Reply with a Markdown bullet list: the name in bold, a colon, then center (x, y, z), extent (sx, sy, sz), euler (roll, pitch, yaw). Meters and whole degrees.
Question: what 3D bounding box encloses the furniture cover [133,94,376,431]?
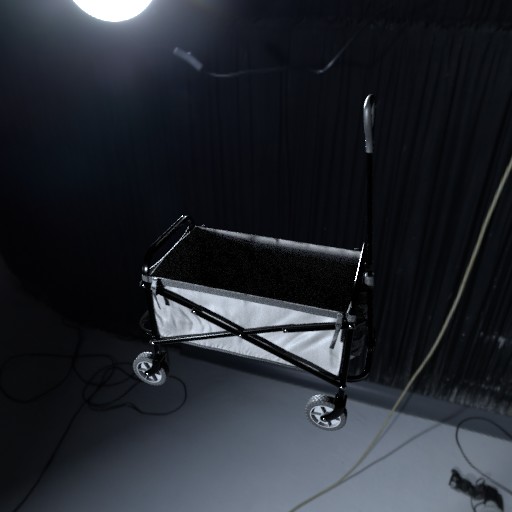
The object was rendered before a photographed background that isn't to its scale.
- **furniture cover**: center (0.000, 0.000, 1.801), extent (1.038, 1.295, 0.532), euler (9, 32, 15)
